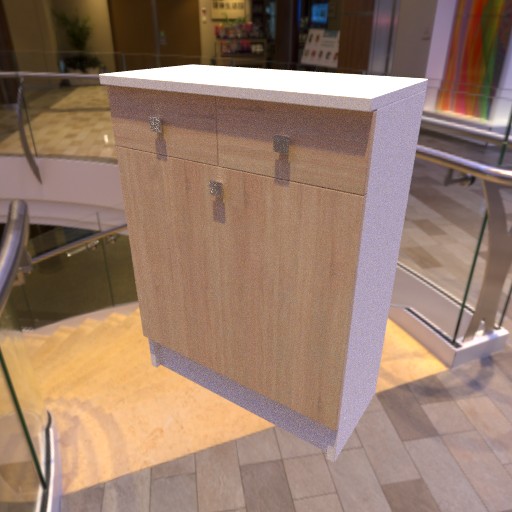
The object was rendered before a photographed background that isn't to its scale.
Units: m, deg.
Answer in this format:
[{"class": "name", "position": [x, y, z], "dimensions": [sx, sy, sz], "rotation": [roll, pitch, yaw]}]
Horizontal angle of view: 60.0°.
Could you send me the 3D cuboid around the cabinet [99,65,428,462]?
[{"class": "cabinet", "position": [0.000, 0.000, 1.081], "dimensions": [0.600, 0.815, 0.296], "rotation": [17, 32, 30]}]
